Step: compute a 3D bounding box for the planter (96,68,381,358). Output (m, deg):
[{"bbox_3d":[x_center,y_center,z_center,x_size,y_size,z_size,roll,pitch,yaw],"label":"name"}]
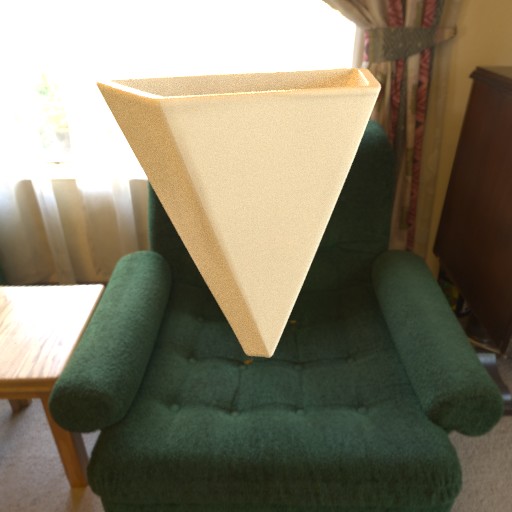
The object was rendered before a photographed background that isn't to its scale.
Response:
[{"bbox_3d":[0.000,0.000,0.266,0.150,0.197,0.060,-9,31,-15],"label":"planter"}]
